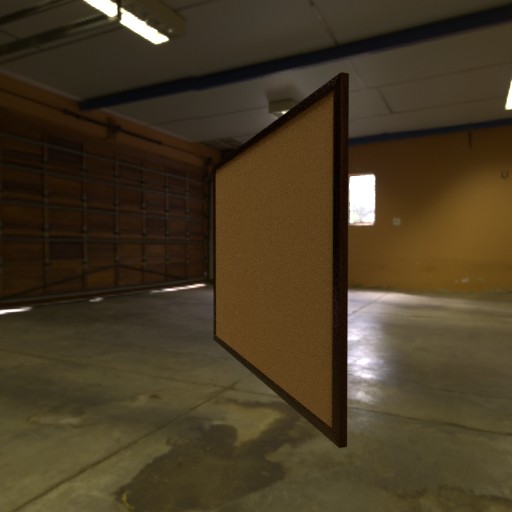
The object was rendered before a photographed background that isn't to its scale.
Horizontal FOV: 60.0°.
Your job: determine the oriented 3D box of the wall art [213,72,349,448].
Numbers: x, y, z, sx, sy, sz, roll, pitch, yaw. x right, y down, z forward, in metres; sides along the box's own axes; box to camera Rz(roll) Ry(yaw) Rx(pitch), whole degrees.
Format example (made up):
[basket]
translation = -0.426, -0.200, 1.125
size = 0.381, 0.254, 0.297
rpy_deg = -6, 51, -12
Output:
[wall art]
translation = 0.000, 0.000, 1.046
size = 0.014, 0.559, 0.816
rpy_deg = 0, 1, -19
